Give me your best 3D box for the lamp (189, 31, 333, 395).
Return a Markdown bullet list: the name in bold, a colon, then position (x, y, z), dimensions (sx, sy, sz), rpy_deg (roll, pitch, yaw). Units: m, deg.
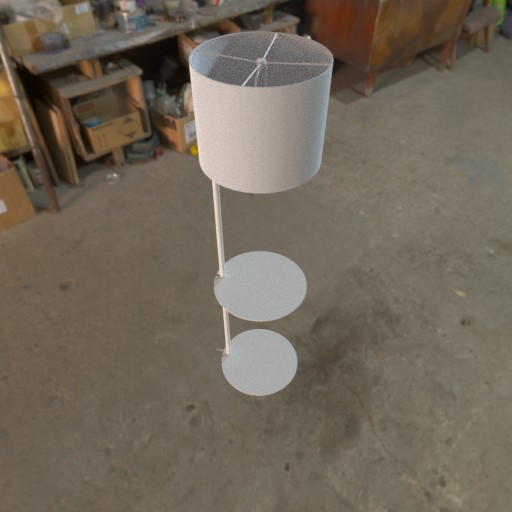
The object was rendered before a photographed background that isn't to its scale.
- **lamp**: position (0.000, 0.000, 1.666), dimensions (0.405, 1.465, 0.372), rpy_deg (11, 46, 11)
